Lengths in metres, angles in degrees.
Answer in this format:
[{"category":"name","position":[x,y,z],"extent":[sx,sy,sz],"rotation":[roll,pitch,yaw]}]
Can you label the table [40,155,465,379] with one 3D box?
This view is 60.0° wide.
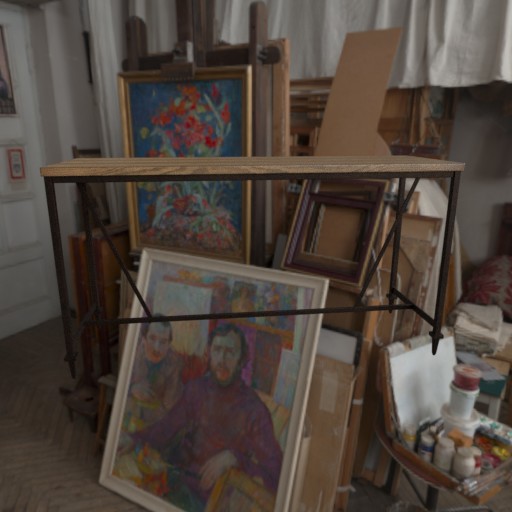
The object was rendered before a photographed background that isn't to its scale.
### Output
[{"category":"table","position":[0.000,0.000,2.136],"extent":[1.700,0.902,0.551],"rotation":[-2,16,-7]}]
